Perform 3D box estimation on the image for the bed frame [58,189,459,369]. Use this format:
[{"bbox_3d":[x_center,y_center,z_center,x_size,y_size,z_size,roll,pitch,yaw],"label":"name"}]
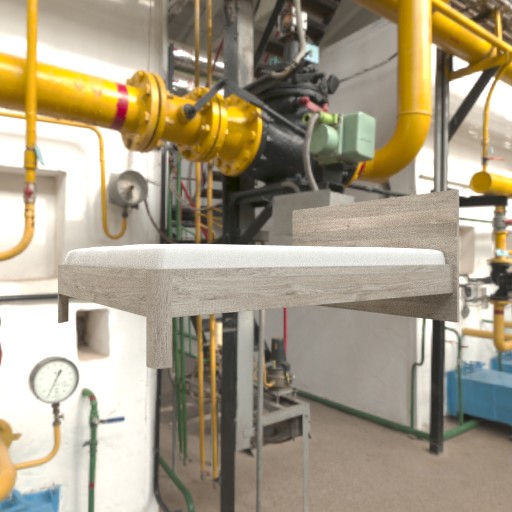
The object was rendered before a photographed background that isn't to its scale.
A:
[{"bbox_3d":[0.000,0.000,2.691,1.950,0.800,1.490,0,0,-37],"label":"bed frame"}]
